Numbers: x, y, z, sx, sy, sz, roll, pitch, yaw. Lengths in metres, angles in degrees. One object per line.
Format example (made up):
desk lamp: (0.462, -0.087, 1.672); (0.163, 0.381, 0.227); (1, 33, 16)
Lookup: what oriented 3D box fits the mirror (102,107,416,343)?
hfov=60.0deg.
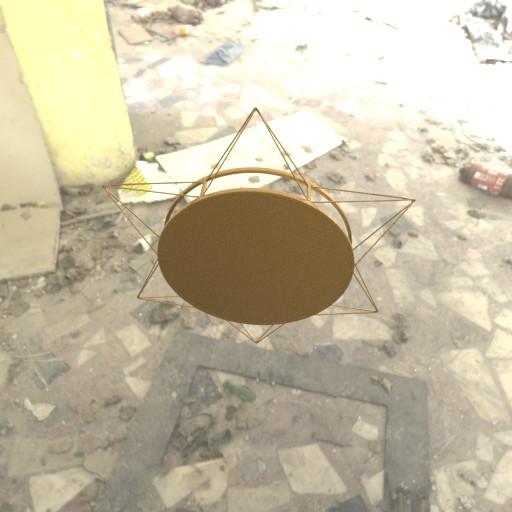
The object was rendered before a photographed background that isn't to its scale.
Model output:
mirror: (0.000, 0.000, 0.806); (0.498, 0.581, 0.062); (3, 47, 3)
